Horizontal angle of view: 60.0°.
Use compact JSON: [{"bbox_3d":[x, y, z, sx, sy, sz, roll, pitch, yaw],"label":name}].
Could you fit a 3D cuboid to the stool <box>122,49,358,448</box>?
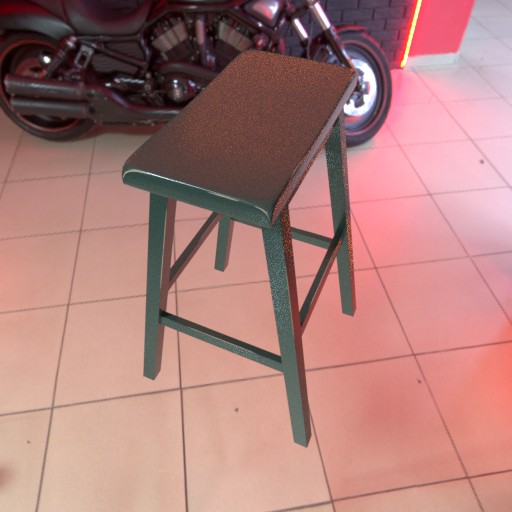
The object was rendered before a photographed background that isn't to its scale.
[{"bbox_3d":[0.000,0.000,1.023,0.476,0.737,0.457,18,50,16],"label":"stool"}]
